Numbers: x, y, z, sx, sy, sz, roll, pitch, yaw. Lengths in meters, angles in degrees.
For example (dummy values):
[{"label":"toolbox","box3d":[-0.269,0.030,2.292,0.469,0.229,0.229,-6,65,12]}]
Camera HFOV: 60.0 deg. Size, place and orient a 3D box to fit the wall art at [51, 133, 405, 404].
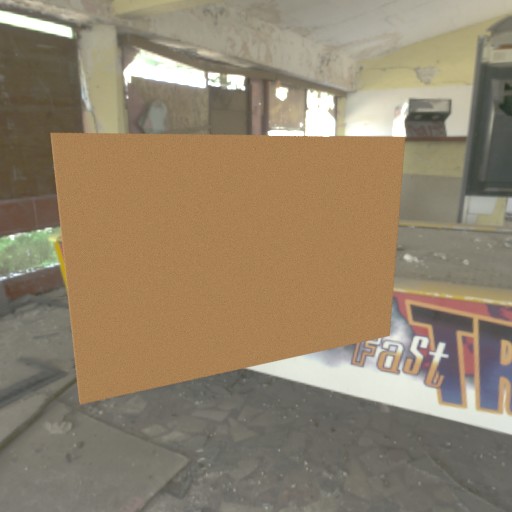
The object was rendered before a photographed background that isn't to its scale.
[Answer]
[{"label":"wall art","box3d":[0.000,0.000,1.156,0.915,0.608,0.033,-6,15,-24]}]
